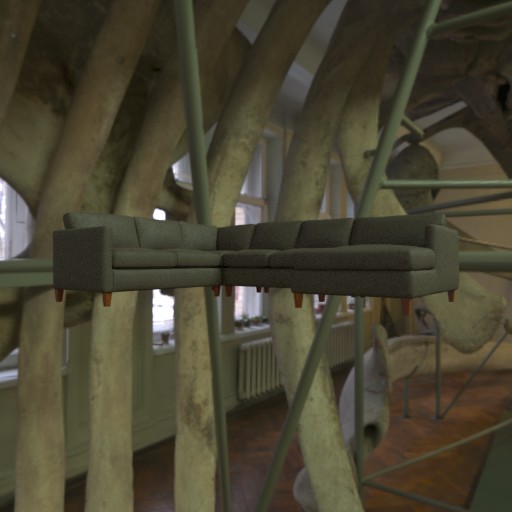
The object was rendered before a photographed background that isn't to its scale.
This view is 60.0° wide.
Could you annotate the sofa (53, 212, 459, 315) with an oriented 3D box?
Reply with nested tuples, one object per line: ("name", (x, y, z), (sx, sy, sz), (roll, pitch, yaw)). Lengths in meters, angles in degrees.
("sofa", (0.000, 0.000, 4.637), (3.460, 0.961, 2.594), (-1, -1, 36))
